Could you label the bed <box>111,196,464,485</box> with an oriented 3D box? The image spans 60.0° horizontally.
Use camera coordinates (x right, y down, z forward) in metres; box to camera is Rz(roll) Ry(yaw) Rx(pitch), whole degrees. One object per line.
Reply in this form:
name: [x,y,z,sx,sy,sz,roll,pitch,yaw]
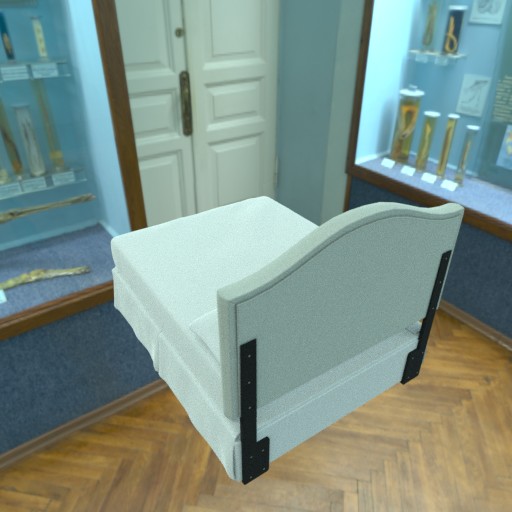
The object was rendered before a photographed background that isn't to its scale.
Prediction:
bed: [0.000,0.000,3.423,1.813,1.607,2.180,-19,36,-28]
